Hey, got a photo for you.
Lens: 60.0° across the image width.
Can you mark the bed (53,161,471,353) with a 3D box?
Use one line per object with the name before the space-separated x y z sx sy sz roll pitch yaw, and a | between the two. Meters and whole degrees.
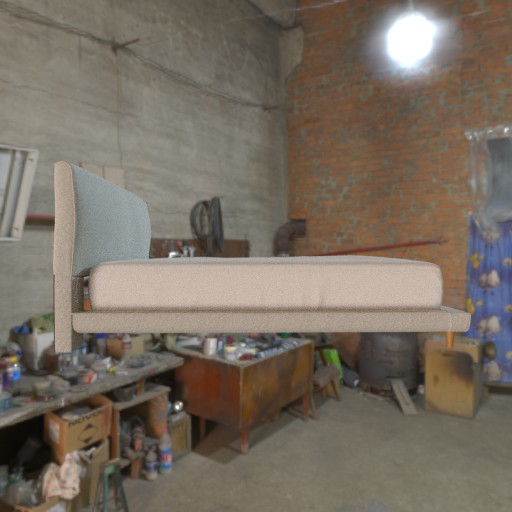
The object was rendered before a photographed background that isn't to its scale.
bed | 0.000 0.000 3.562 2.498 1.126 1.980 0 0 -1
